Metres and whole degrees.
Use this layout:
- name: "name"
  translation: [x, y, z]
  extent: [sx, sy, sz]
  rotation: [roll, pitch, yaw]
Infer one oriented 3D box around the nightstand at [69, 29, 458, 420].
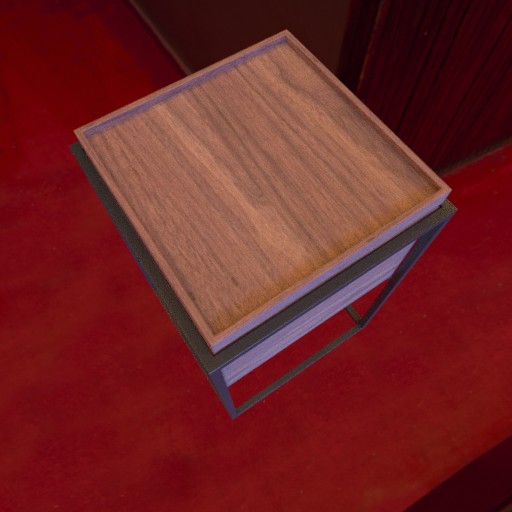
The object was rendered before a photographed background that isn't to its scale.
- name: "nightstand"
  translation: [0.000, 0.000, 0.866]
  extent: [0.397, 0.607, 0.397]
  rotation: [-31, 69, -14]
